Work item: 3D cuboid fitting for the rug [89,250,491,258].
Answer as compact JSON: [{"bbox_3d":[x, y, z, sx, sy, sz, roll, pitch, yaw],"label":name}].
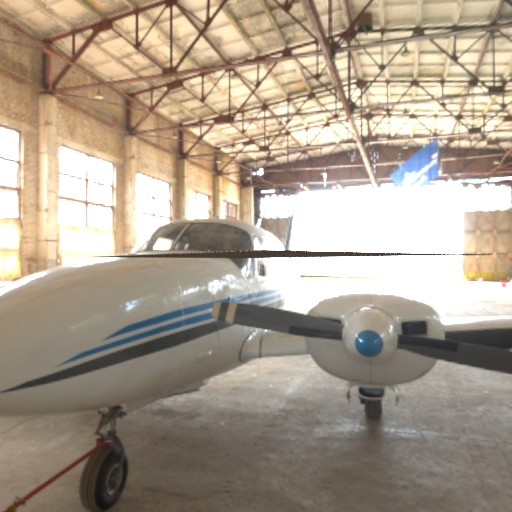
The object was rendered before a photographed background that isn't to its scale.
[{"bbox_3d":[0.000,0.000,2.225,1.177,0.004,1.750,1,-1,-35],"label":"rug"}]
